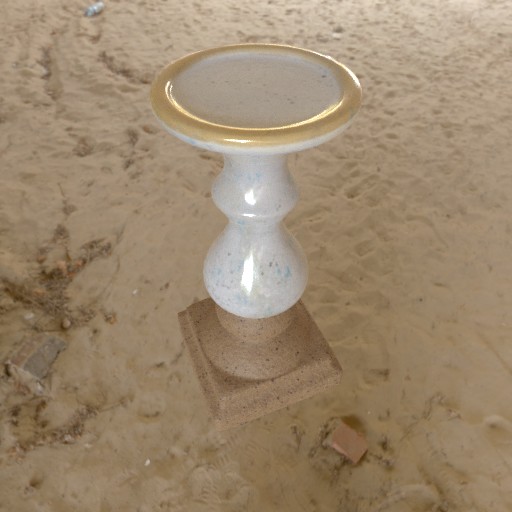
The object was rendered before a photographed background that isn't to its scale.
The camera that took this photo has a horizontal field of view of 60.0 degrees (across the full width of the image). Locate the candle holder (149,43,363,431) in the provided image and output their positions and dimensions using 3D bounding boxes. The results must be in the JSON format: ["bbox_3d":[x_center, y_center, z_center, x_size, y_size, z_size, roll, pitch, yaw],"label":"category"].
[{"bbox_3d":[0.000,0.000,0.297,0.110,0.239,0.110,-16,48,-15],"label":"candle holder"}]
